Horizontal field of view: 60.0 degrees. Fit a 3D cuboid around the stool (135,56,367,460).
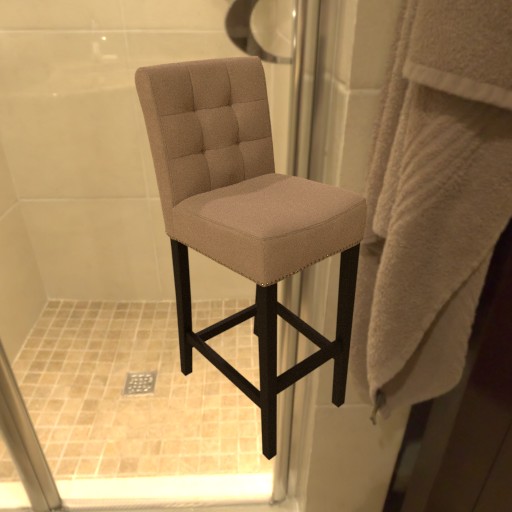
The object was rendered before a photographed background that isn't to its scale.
[{"bbox_3d":[0.000,0.000,1.339,0.411,1.047,0.548,-23,37,-33],"label":"stool"}]
